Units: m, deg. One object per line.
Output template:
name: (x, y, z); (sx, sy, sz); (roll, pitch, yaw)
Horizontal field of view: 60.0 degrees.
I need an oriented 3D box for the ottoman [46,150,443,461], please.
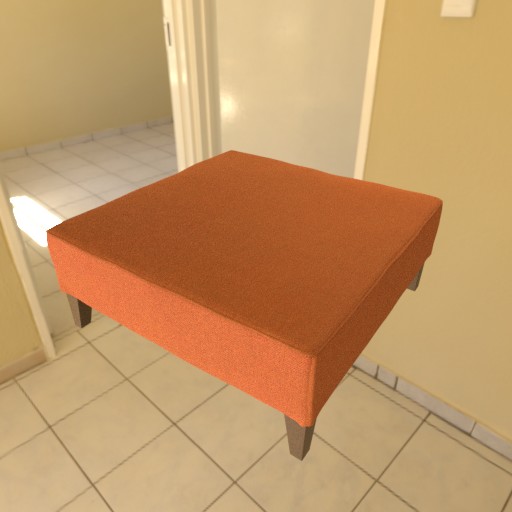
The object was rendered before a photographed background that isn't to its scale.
ottoman: (0.000, 0.000, 1.594); (0.999, 0.438, 0.997); (20, 37, 29)
